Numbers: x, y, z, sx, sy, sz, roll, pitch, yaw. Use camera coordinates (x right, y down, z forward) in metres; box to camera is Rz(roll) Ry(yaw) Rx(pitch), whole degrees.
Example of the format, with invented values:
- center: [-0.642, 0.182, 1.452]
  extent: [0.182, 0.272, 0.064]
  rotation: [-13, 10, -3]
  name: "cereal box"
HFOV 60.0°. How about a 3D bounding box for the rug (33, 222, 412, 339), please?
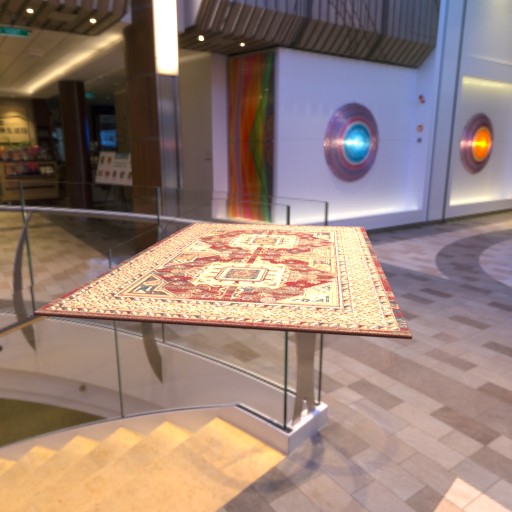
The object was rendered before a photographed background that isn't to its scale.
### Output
- center: [0.000, 0.000, 5.656]
  extent: [3.033, 0.033, 4.578]
  rotation: [2, 14, 9]
  name: "rug"
